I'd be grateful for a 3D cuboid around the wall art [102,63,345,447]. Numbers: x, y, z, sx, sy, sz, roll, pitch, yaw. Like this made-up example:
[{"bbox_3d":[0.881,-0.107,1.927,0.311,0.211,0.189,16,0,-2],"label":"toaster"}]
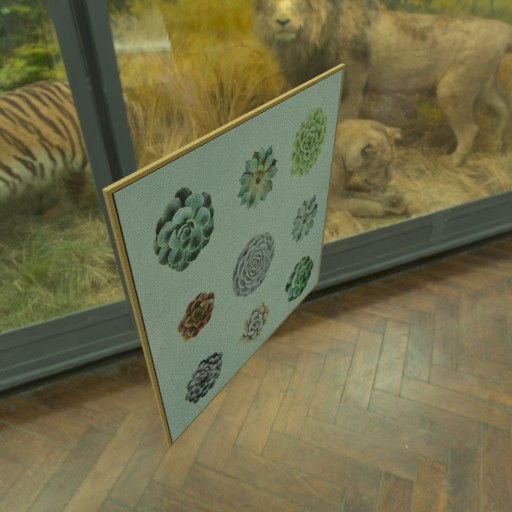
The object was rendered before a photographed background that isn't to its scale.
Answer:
[{"bbox_3d":[0.000,0.000,1.430,0.013,0.959,0.962,25,46,27],"label":"wall art"}]
